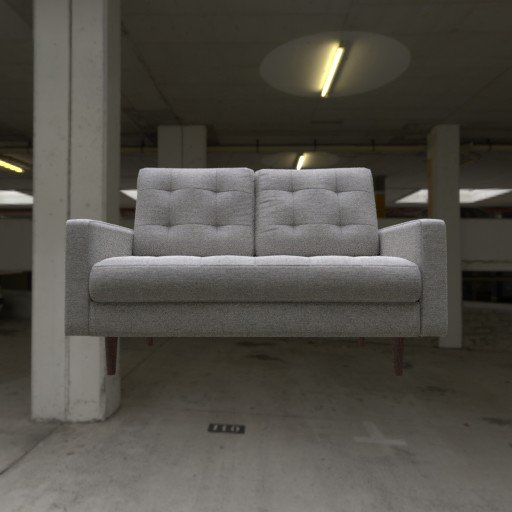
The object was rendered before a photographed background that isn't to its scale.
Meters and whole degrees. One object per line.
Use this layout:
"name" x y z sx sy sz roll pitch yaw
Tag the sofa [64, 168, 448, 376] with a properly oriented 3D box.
"sofa" 0.000 0.000 1.995 1.407 0.907 0.842 0 -1 0
